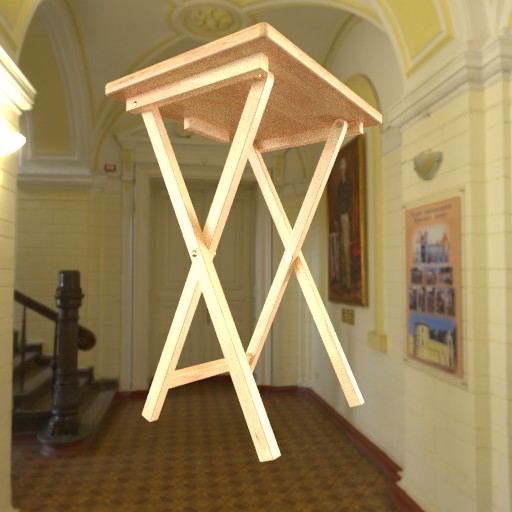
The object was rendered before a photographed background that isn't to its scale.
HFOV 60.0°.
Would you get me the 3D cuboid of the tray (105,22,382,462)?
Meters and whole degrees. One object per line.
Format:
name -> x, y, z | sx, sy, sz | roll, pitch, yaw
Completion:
tray -> 0.000, 0.000, 0.933 | 0.381, 0.660, 0.483 | -1, -2, 36
